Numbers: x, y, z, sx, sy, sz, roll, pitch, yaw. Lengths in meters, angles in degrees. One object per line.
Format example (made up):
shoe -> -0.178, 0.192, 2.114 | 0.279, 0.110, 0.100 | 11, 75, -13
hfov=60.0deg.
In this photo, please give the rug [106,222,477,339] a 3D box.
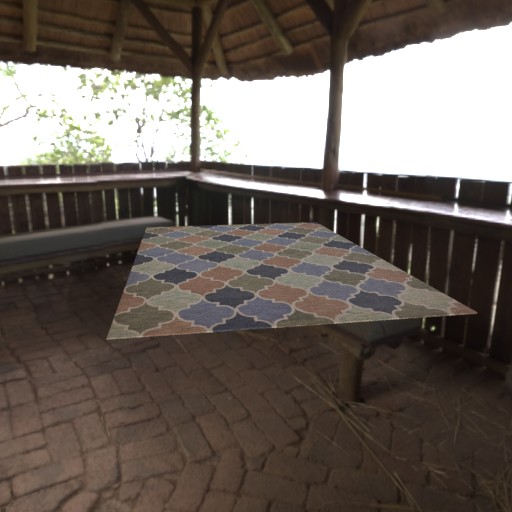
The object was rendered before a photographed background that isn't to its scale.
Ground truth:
rug -> 0.000, 0.000, 2.858 | 1.521, 0.006, 2.284 | -2, 14, -10
